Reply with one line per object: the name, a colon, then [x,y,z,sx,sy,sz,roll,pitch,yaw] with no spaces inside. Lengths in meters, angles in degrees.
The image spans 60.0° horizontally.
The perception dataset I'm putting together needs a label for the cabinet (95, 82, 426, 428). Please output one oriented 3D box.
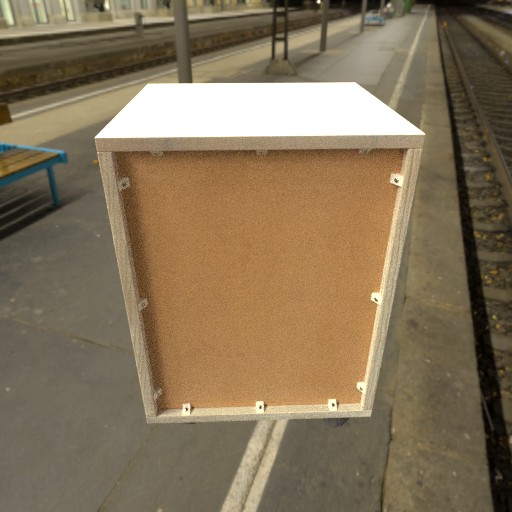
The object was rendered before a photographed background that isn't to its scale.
cabinet: [0.000,0.000,0.865,0.409,0.579,0.401,-1,30,-2]
